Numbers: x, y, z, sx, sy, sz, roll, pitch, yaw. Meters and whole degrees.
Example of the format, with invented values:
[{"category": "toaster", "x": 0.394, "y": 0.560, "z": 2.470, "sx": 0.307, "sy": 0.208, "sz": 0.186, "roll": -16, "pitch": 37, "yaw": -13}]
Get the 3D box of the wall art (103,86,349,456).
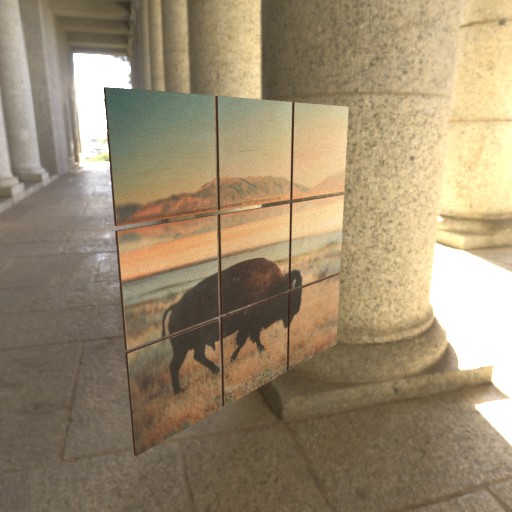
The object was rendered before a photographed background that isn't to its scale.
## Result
[{"category": "wall art", "x": 0.000, "y": 0.000, "z": 1.821, "sx": 0.019, "sy": 1.218, "sz": 1.221, "roll": 14, "pitch": 21, "yaw": 43}]
